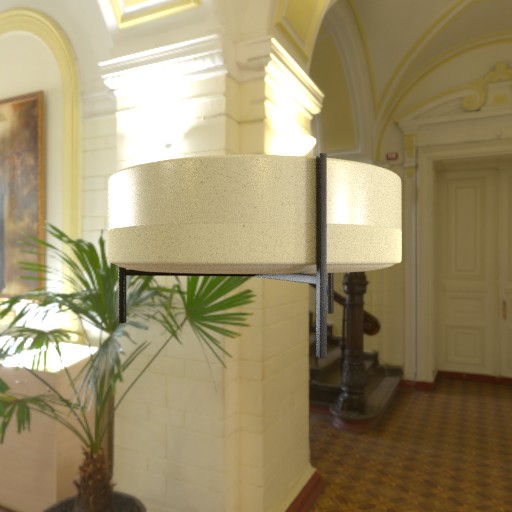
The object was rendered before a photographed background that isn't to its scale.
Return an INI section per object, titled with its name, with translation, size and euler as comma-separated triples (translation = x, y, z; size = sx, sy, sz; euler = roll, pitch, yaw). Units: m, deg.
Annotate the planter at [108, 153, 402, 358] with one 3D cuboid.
[planter]
translation = 0.000, 0.000, 0.529
size = 0.336, 0.171, 0.345
euler = 0, 0, -19
